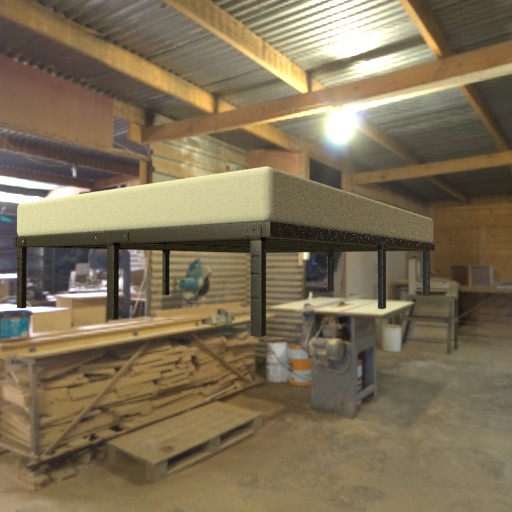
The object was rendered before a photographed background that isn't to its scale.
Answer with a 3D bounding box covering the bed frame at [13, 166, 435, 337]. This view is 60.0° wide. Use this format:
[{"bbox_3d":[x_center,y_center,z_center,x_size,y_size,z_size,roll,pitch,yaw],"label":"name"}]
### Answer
[{"bbox_3d":[0.000,0.000,3.360,1.990,0.680,2.635,-1,-1,35],"label":"bed frame"}]
